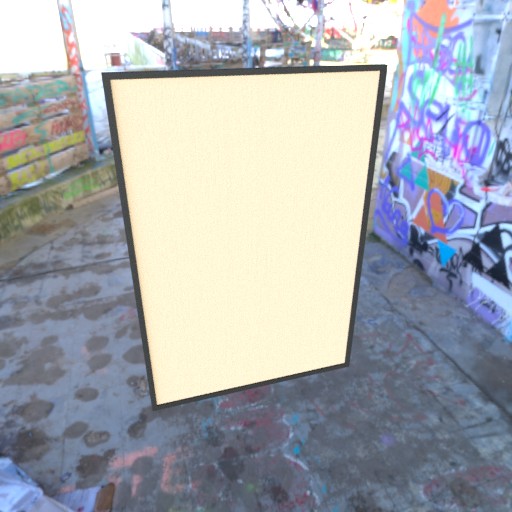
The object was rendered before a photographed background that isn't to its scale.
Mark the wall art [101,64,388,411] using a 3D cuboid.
[{"bbox_3d":[0.000,0.000,0.843,0.460,0.660,0.013,-8,29,-15],"label":"wall art"}]
